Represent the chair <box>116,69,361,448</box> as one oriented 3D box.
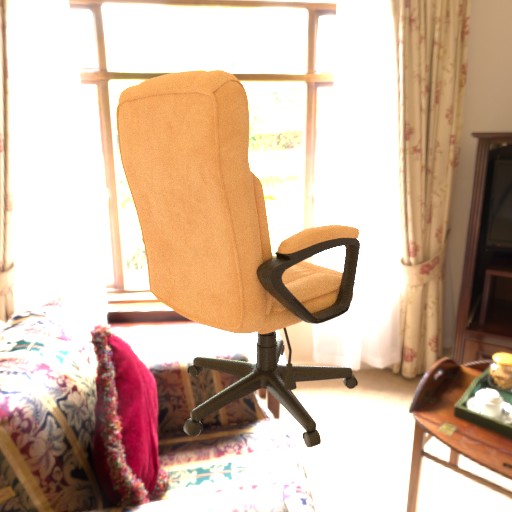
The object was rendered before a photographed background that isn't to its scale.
[{"bbox_3d":[0.000,0.000,1.513,0.724,1.105,0.667,-13,19,-42],"label":"chair"}]
